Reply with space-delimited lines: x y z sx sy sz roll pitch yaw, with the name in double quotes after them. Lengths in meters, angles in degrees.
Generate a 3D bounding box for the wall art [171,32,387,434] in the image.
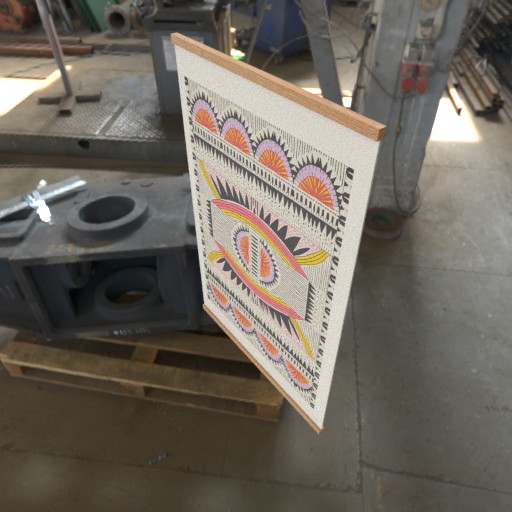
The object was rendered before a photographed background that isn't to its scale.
0.000 0.000 1.875 0.028 1.533 0.999 -27 49 -27 "wall art"
